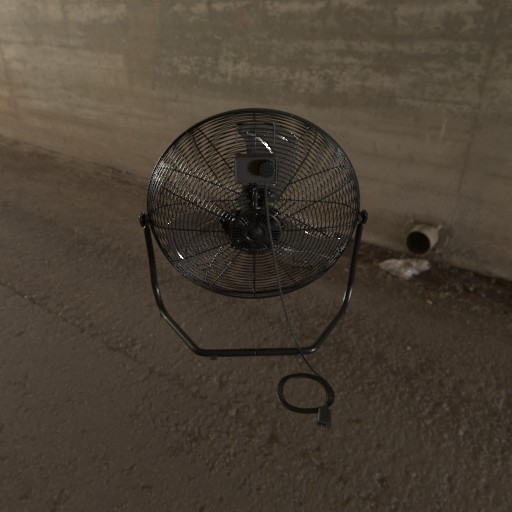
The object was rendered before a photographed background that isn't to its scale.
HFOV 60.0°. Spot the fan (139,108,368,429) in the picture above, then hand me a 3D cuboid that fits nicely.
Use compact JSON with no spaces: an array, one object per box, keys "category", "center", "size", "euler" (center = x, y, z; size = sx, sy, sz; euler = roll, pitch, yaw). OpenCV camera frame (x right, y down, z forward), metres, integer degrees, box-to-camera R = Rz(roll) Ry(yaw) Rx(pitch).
[{"category":"fan","center":[0.000,0.000,0.999],"size":[0.595,0.605,0.470],"euler":[-1,29,-2]}]
